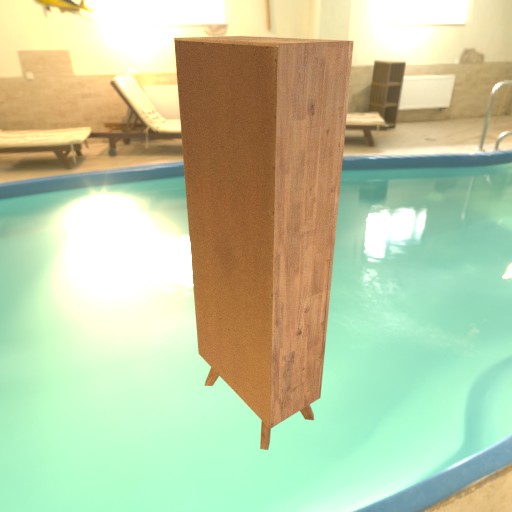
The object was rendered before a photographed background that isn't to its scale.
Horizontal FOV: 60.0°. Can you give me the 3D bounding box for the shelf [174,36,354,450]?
[{"bbox_3d":[0.000,0.000,1.525,0.267,1.342,0.491,-19,34,-32],"label":"shelf"}]
